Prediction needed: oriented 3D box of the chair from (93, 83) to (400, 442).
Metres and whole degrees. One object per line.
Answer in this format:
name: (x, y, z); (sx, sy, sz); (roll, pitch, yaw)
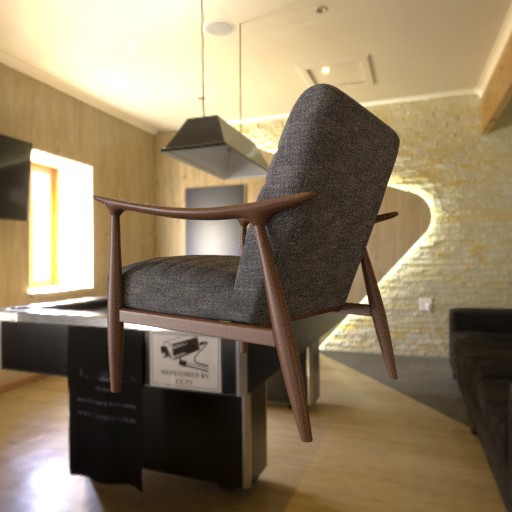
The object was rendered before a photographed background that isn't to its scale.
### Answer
chair: (0.000, 0.000, 1.456); (0.798, 0.832, 0.741); (0, 0, 35)
